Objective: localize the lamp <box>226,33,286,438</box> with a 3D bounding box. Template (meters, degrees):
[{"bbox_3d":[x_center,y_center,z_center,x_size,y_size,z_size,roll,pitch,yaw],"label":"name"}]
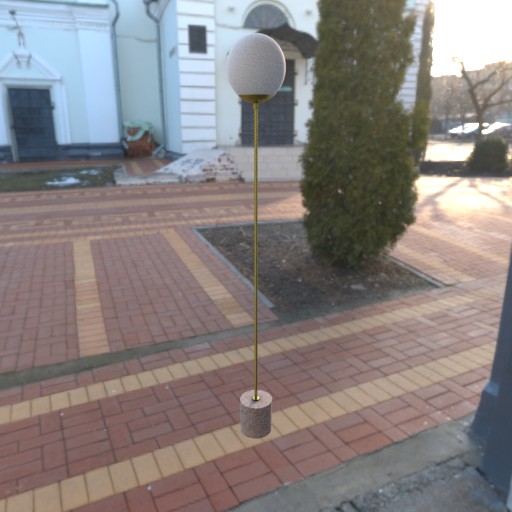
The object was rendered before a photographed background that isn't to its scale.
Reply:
[{"bbox_3d":[0.000,0.000,1.916,0.229,1.748,0.229,-3,16,-9],"label":"lamp"}]
